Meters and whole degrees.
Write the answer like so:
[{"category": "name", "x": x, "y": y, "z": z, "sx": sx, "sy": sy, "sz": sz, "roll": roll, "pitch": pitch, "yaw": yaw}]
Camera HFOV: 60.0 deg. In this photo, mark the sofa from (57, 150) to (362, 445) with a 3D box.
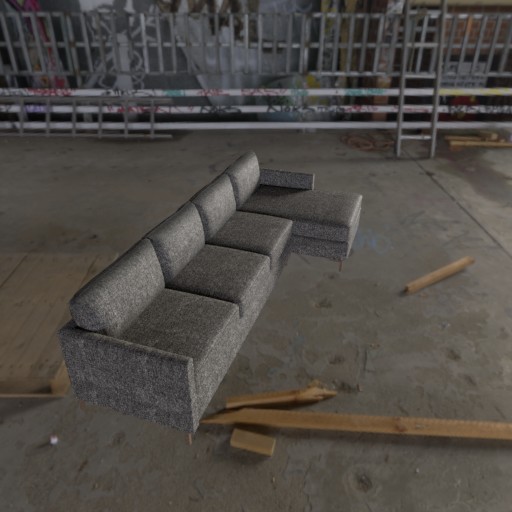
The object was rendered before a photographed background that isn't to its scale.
[{"category": "sofa", "x": 0.000, "y": 0.000, "z": 4.067, "sx": 1.488, "sy": 0.970, "sz": 3.384, "roll": 10, "pitch": 32, "yaw": 17}]
